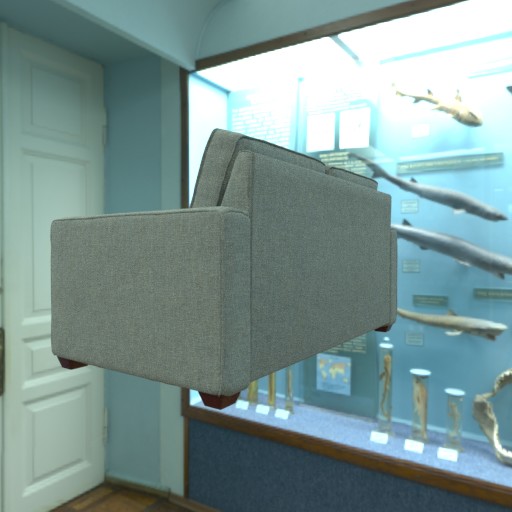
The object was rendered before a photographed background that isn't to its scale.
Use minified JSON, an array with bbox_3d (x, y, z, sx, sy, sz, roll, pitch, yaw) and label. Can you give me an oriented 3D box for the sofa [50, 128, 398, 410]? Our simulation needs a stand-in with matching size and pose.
[{"bbox_3d":[0.000,0.000,2.255,0.945,0.915,1.706,1,1,35],"label":"sofa"}]
